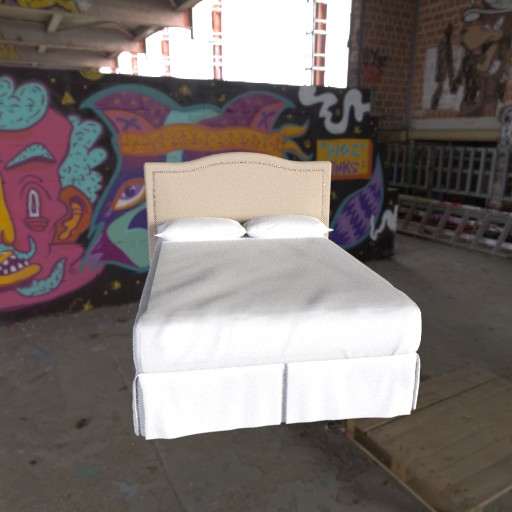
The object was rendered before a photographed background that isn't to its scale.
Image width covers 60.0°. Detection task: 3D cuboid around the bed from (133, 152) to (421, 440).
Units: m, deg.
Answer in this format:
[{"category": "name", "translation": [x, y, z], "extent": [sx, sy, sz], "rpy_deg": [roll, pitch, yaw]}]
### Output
[{"category": "bed", "translation": [0.000, 0.000, 3.338], "extent": [1.753, 1.460, 2.143], "rpy_deg": [-2, 15, -8]}]
